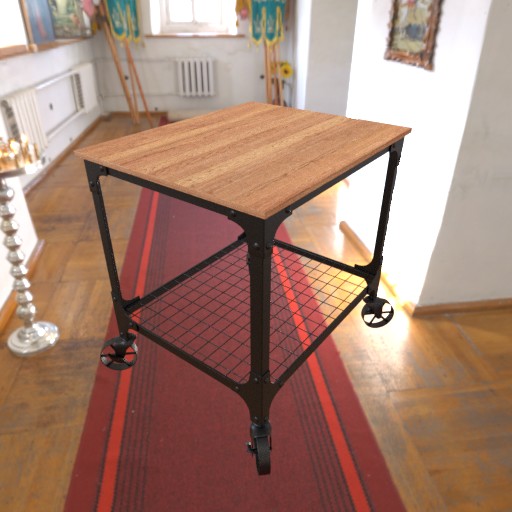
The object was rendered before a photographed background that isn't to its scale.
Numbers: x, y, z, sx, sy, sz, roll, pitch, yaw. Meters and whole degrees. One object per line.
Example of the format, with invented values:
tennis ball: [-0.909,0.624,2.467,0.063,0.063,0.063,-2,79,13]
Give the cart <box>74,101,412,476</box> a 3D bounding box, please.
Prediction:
cart: [0.000,0.000,1.129,0.558,0.603,0.666,21,37,31]
